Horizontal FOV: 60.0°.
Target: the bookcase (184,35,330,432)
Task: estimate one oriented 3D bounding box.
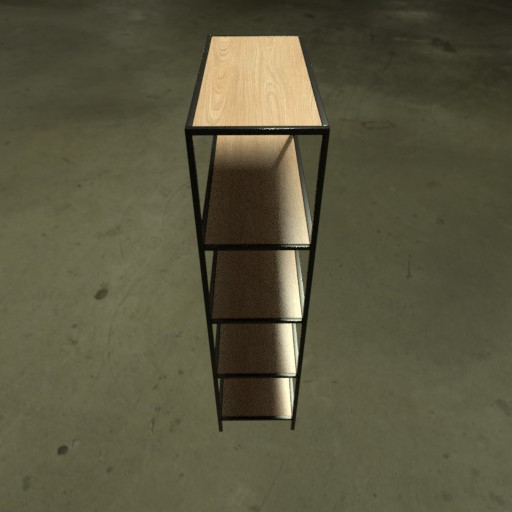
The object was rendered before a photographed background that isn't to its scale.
[{"bbox_3d":[0.000,0.000,1.847,0.350,1.500,0.770,0,42,0],"label":"bookcase"}]
